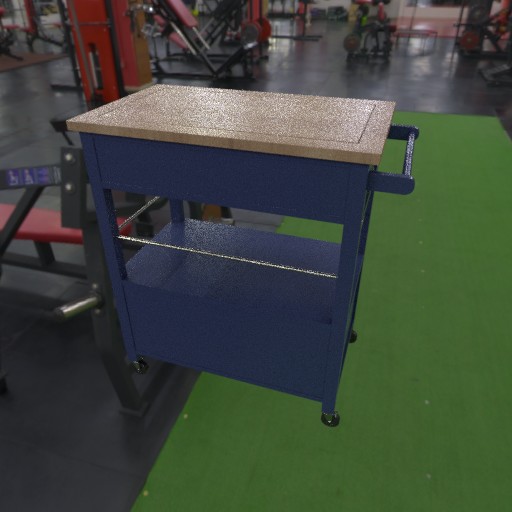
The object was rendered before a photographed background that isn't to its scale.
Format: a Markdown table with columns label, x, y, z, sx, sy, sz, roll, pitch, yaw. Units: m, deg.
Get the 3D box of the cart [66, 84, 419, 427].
| label | x | y | z | sx | sy | sz | roll | pitch | yaw |
| --- | --- | --- | --- | --- | --- | --- | --- | --- | --- |
| cart | 0.000 | 0.000 | 1.410 | 0.840 | 0.901 | 0.459 | 10 | 34 | 16 |
